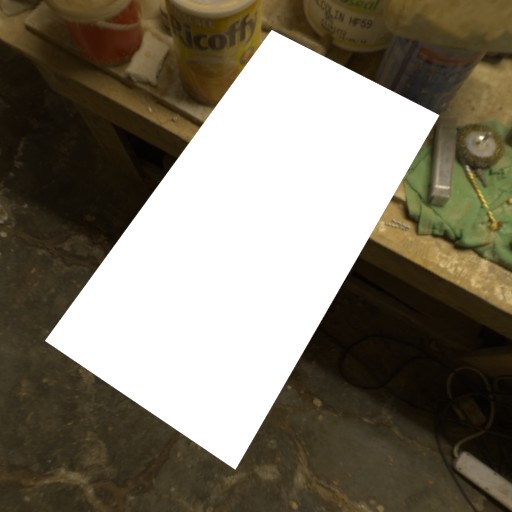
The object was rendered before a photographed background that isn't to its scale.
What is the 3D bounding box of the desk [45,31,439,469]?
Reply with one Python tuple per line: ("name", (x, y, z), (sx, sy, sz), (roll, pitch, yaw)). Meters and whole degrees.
("desk", (0.000, 0.000, 1.539), (0.560, 0.730, 1.096), (31, 77, 8))
